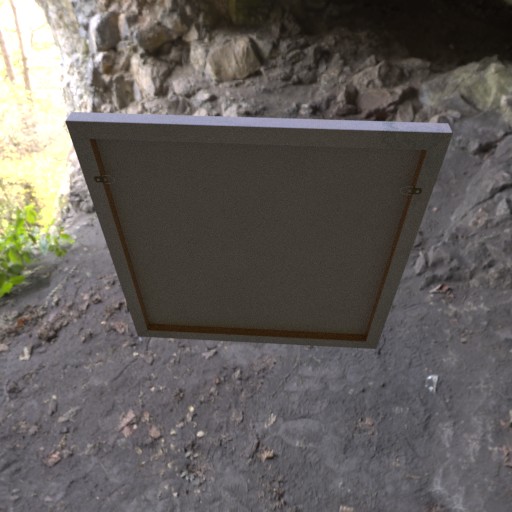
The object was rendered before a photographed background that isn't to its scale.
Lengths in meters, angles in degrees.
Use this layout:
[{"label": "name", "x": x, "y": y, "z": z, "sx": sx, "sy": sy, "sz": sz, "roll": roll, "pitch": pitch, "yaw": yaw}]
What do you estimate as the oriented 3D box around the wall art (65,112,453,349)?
[{"label": "wall art", "x": 0.000, "y": 0.000, "z": 1.152, "sx": 0.762, "sy": 0.762, "sz": 0.041, "roll": 3, "pitch": 46, "yaw": 2}]
